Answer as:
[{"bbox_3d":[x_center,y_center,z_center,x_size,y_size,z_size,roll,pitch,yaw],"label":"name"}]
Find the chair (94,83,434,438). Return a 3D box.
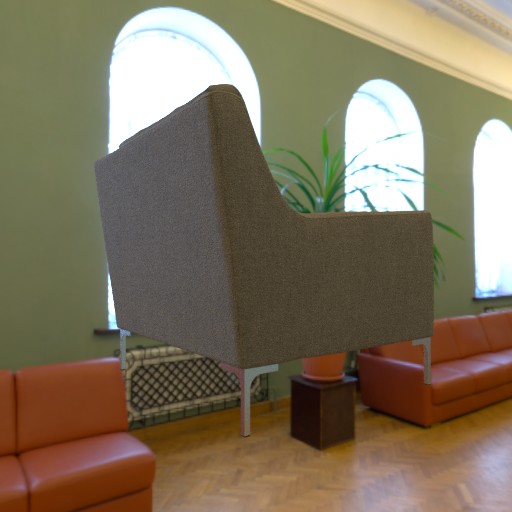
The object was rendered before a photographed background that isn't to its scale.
[{"bbox_3d":[0.000,0.000,1.505,0.849,0.828,0.847,1,-1,-37],"label":"chair"}]
